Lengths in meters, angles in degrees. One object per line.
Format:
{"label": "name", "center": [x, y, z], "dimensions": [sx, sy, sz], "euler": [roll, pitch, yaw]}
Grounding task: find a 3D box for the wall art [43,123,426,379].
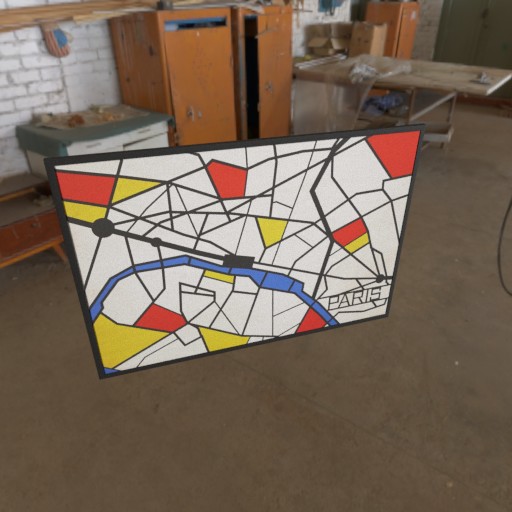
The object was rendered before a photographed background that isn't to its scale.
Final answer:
{"label": "wall art", "center": [0.000, 0.000, 1.254], "dimensions": [0.963, 0.665, 0.013], "euler": [-9, 32, -15]}
